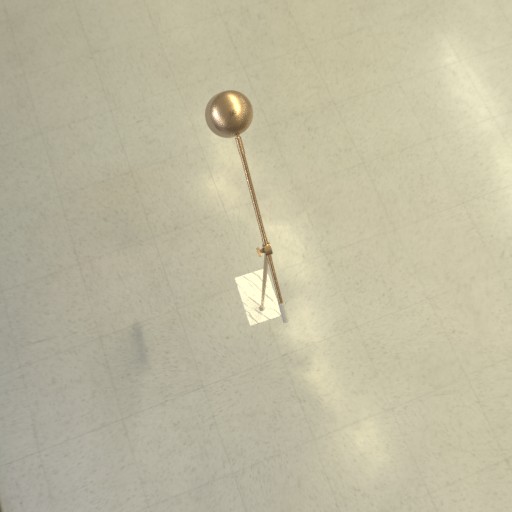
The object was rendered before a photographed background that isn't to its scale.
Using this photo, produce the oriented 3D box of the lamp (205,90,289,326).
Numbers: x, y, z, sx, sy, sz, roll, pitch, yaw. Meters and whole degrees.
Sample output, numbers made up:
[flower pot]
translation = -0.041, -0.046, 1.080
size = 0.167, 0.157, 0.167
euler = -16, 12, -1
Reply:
[lamp]
translation = 0.000, 0.000, 1.839
size = 0.194, 1.594, 0.653
euler = -18, 76, -5
